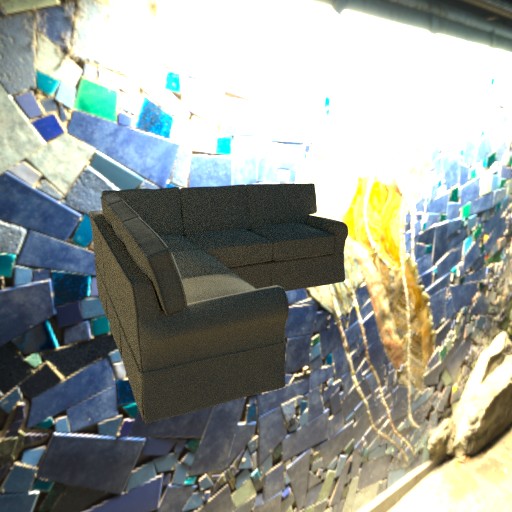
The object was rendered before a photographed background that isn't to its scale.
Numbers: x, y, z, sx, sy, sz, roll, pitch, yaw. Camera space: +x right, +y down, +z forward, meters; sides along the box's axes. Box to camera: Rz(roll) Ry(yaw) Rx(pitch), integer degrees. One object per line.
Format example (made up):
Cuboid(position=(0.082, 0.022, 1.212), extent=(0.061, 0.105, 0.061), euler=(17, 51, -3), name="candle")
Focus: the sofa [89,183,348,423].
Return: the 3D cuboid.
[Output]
Cuboid(position=(0.000, 0.000, 4.015), extent=(2.597, 1.070, 2.591), euler=(-7, 17, -24), name="sofa")
